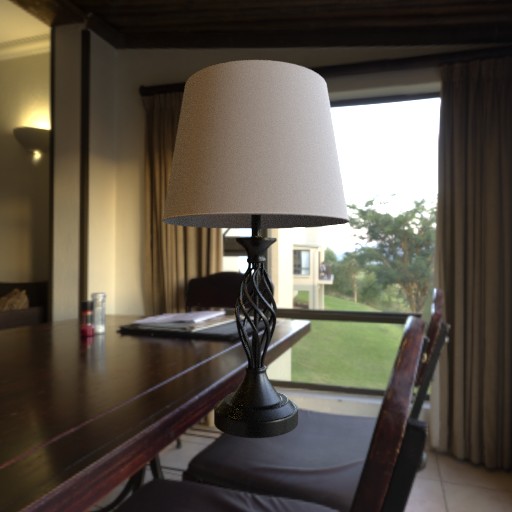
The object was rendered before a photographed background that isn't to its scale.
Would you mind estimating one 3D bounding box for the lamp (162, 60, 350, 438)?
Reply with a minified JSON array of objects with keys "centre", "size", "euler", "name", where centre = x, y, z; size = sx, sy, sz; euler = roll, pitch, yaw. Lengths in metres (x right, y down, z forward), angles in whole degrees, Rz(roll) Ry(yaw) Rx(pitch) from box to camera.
[{"centre":[0.000,0.000,0.797],"size":[0.331,0.594,0.331],"euler":[0,0,0],"name":"lamp"}]
